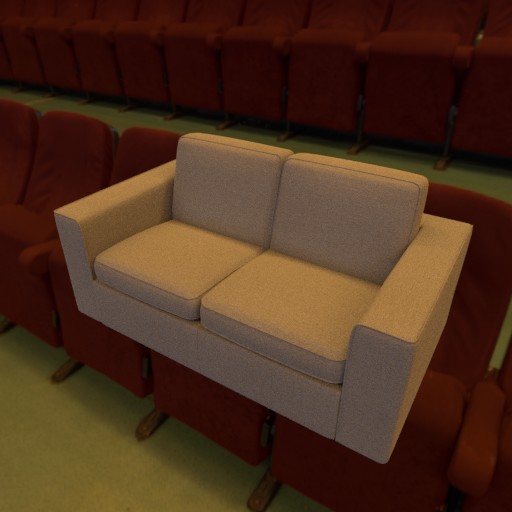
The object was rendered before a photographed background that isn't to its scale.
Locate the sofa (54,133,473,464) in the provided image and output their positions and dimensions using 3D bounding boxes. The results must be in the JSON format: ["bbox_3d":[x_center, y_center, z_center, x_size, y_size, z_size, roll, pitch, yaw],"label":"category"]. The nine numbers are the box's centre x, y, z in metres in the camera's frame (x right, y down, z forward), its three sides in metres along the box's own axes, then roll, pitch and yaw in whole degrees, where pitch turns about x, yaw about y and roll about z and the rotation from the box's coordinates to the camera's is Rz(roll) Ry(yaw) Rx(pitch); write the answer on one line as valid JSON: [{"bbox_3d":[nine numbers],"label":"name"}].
[{"bbox_3d":[0.000,0.000,2.262,1.812,0.924,1.007,18,36,27],"label":"sofa"}]
